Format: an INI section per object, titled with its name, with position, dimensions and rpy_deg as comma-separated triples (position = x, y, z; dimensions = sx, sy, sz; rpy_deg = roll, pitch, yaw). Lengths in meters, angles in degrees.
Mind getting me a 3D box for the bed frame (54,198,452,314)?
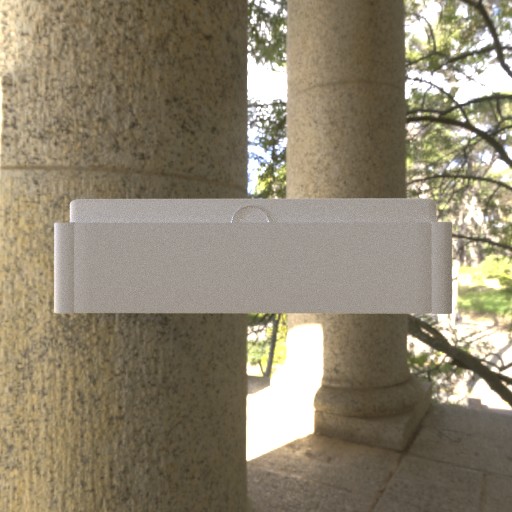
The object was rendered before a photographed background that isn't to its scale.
[bed frame]
position = 0.000, 0.000, 2.472
dimensions = 1.400, 0.406, 1.900
rpy_deg = 0, 0, 1
